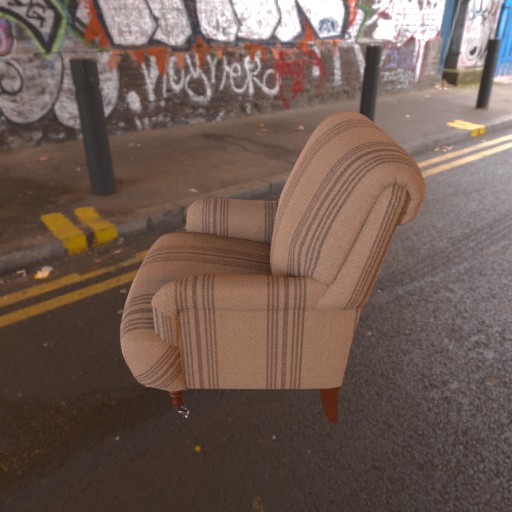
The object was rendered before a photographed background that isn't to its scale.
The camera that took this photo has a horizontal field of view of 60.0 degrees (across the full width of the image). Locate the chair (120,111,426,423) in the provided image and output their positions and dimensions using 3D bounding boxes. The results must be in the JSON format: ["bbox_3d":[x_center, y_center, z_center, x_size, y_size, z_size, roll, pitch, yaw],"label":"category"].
[{"bbox_3d":[0.000,0.000,1.601,0.914,0.940,0.813,0,27,0],"label":"chair"}]
